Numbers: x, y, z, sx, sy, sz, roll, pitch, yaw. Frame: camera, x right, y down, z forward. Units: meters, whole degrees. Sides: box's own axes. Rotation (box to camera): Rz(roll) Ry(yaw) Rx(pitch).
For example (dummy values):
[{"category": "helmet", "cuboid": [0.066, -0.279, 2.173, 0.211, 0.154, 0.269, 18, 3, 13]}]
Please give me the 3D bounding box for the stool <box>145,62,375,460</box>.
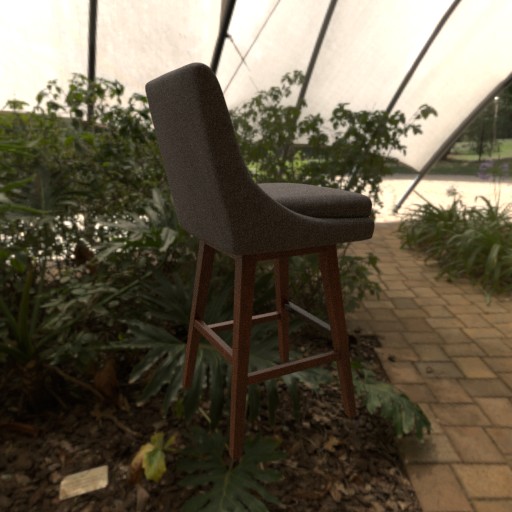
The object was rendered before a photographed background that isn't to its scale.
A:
[{"category": "stool", "cuboid": [0.000, 0.000, 1.423, 0.572, 1.068, 0.489, -8, 16, -27]}]
